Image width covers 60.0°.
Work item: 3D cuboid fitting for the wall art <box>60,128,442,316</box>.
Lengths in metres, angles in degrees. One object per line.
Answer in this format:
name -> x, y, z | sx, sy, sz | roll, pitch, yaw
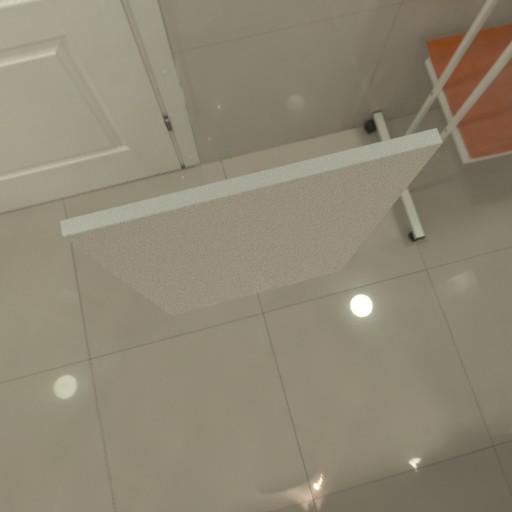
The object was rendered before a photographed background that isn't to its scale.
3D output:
wall art -> 0.000, 0.000, 1.480 | 0.808, 1.183, 0.038 | -15, 75, -4
